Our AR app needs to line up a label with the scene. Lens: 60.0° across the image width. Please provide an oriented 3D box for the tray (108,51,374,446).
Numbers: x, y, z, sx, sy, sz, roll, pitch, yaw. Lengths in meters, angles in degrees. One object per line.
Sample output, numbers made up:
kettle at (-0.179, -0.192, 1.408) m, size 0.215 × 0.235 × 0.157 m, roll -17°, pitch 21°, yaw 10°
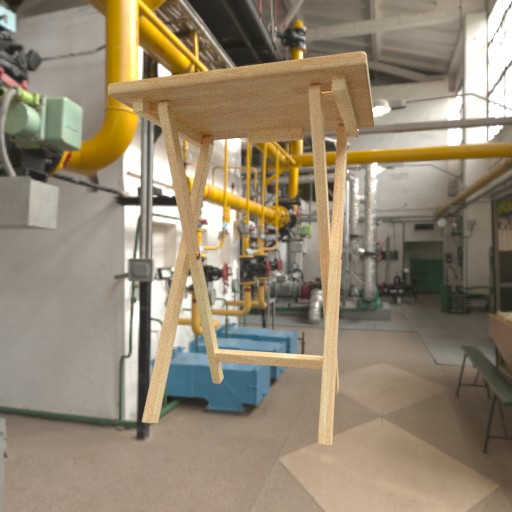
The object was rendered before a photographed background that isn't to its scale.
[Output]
tray at (0.000, 0.000, 0.960) m, size 0.483 × 0.660 × 0.381 m, roll 0°, pitch 0°, yaw 17°
